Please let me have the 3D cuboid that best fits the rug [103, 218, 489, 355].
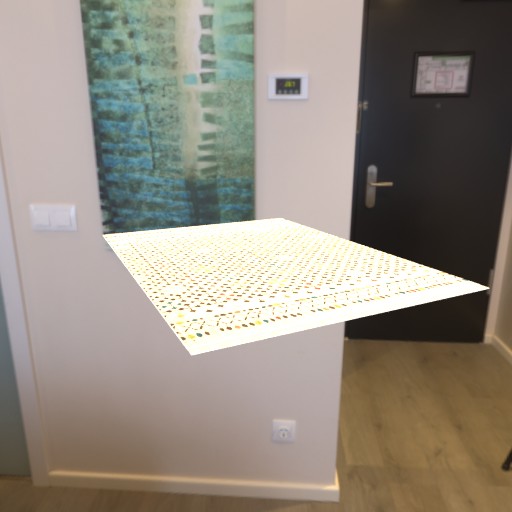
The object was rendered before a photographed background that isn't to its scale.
[{"bbox_3d":[0.000,0.000,2.058,1.146,0.006,1.556,-8,17,-25],"label":"rug"}]
